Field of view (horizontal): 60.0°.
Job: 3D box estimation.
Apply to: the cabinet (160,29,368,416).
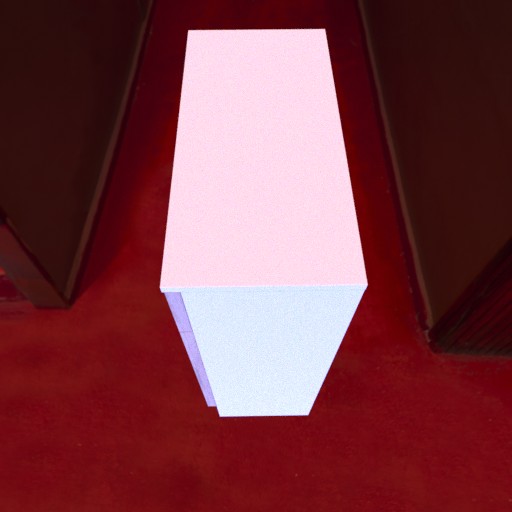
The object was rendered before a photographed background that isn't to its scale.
[{"bbox_3d":[0.000,0.000,1.108,0.296,0.815,0.600,-1,58,0],"label":"cabinet"}]
